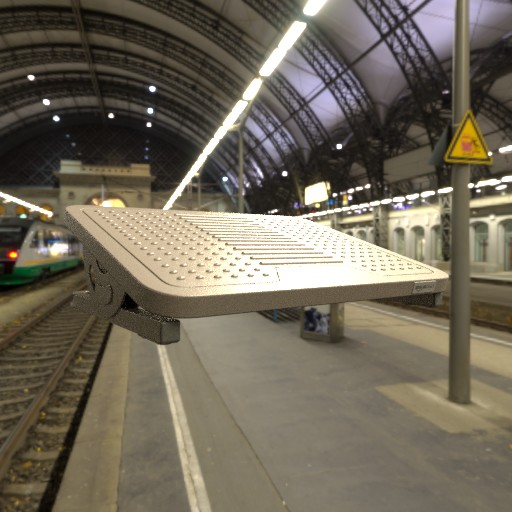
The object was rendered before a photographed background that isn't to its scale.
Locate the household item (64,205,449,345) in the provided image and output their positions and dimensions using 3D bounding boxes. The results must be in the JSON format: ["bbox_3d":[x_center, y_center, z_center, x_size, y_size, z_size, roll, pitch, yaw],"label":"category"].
[{"bbox_3d":[0.000,0.000,0.541,0.390,0.126,0.301,-1,1,-36],"label":"household item"}]
